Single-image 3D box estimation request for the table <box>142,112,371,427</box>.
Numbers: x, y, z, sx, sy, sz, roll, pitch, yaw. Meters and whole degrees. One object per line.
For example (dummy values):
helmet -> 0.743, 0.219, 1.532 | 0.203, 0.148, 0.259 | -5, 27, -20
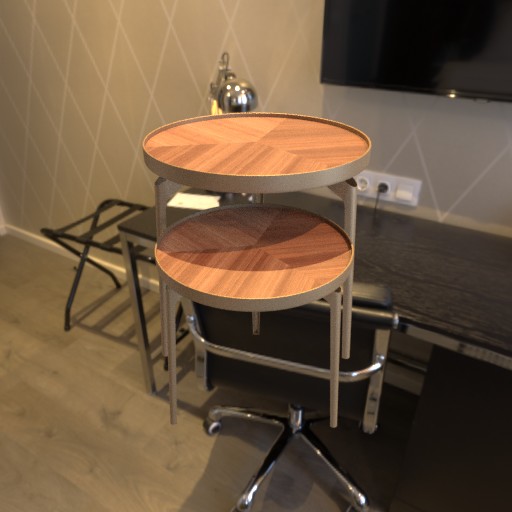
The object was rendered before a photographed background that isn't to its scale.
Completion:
table -> 0.000, 0.000, 1.119 | 0.532, 0.555, 0.751 | 1, 30, 1
